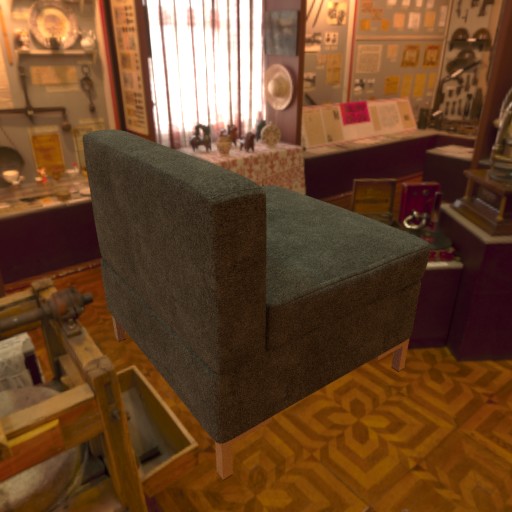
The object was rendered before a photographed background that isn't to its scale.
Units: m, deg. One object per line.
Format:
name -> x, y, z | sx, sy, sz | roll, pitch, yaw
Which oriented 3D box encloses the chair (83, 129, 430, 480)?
chair -> 0.000, 0.000, 1.228 | 0.680, 0.660, 0.680 | -17, 30, -32
